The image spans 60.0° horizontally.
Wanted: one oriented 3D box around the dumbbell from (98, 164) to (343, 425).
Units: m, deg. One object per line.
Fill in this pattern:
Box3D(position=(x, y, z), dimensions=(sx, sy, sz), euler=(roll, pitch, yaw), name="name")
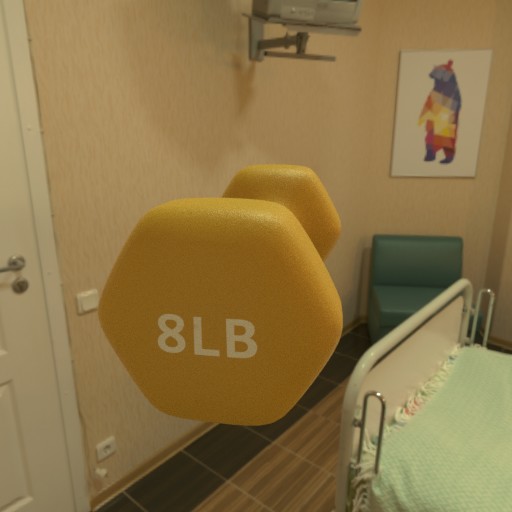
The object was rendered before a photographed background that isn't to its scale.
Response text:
Box3D(position=(0.000, 0.000, 0.233), dimensions=(0.090, 0.082, 0.190), euler=(3, 17, 10), name="dumbbell")
